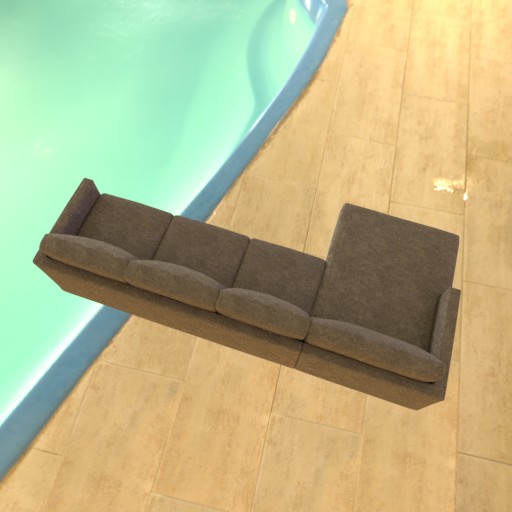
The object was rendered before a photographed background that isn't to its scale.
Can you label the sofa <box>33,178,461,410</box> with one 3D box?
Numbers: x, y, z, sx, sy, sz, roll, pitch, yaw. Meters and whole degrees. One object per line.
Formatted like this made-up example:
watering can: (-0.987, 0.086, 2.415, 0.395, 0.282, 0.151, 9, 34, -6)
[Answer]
sofa: (0.000, 0.000, 4.031, 3.471, 0.954, 1.606, 17, 66, 8)
